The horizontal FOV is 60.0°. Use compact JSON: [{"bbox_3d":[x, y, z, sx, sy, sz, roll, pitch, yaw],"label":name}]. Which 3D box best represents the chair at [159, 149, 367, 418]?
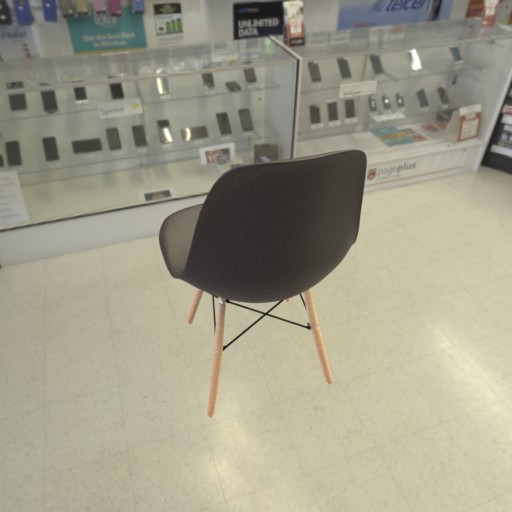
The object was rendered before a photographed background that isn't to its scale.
[{"bbox_3d":[0.000,0.000,1.152,0.470,0.825,0.533,-11,41,-13],"label":"chair"}]
